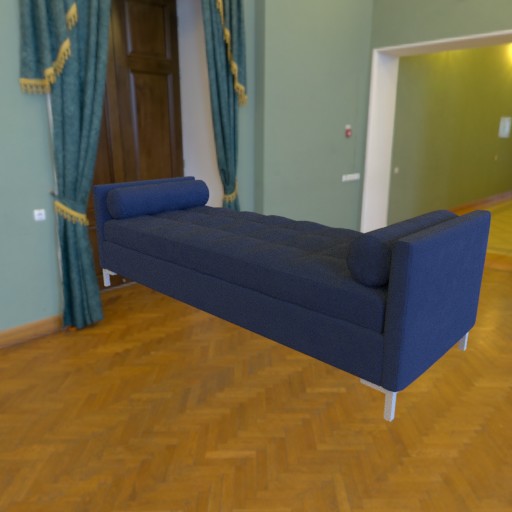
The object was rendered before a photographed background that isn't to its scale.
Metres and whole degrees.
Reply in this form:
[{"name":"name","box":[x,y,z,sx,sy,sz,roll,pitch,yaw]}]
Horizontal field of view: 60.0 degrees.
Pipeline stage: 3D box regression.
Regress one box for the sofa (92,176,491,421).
[{"name":"sofa","box":[0.000,0.000,2.408,2.102,0.657,0.797,15,22,42]}]
